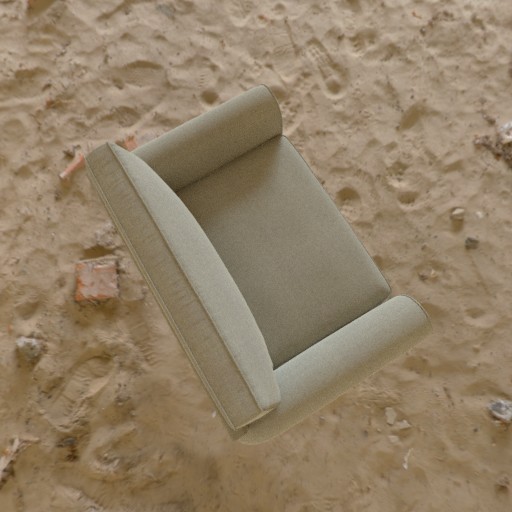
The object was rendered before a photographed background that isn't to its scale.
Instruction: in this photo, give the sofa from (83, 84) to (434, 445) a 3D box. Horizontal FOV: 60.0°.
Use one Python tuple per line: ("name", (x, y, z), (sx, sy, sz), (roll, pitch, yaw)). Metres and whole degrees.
("sofa", (0.000, 0.000, 2.053), (0.936, 0.991, 1.405), (-30, 77, -7))
